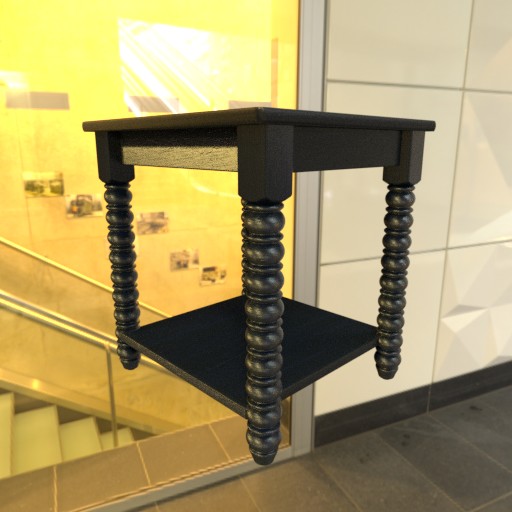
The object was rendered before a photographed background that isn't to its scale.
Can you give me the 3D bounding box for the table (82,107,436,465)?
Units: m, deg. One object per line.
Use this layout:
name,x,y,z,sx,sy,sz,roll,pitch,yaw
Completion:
table,0.000,0.000,0.973,0.500,0.567,0.533,-13,19,-42
